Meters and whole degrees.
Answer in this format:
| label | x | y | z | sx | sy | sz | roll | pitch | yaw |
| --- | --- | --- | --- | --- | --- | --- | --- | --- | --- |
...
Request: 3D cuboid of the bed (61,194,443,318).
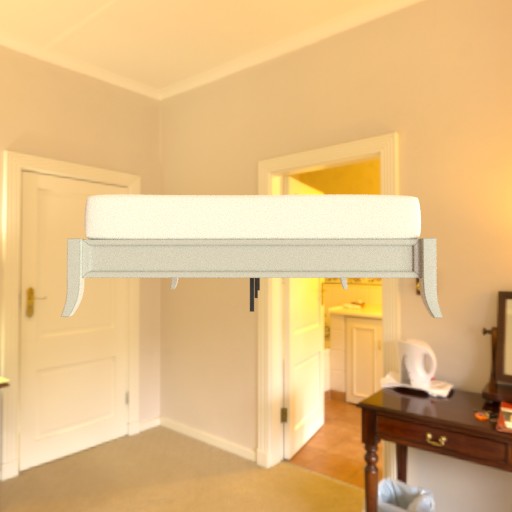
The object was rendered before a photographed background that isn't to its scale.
| label | x | y | z | sx | sy | sz | roll | pitch | yaw |
| --- | --- | --- | --- | --- | --- | --- | --- | --- | --- |
| bed | 0.000 | 0.000 | 2.688 | 1.460 | 0.510 | 1.985 | 0 | -1 | 1 |
